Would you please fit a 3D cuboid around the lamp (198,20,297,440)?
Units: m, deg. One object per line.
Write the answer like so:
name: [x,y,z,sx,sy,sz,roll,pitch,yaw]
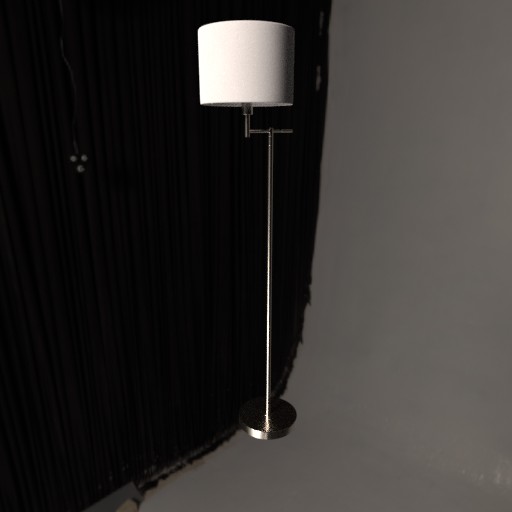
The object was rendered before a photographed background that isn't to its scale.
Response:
lamp: [0.000,0.000,1.752,0.324,1.600,0.416,15,22,42]
